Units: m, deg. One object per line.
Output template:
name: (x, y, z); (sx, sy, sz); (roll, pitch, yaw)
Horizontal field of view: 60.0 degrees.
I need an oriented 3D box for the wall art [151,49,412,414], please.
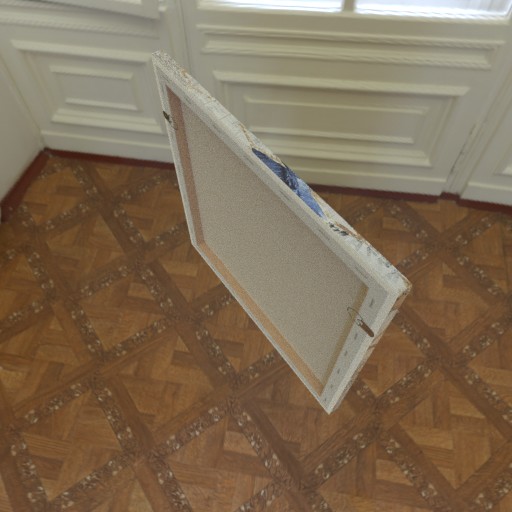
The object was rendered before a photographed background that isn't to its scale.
wall art: (0.000, 0.000, 1.384); (0.039, 0.914, 0.912); (-32, 63, -19)
